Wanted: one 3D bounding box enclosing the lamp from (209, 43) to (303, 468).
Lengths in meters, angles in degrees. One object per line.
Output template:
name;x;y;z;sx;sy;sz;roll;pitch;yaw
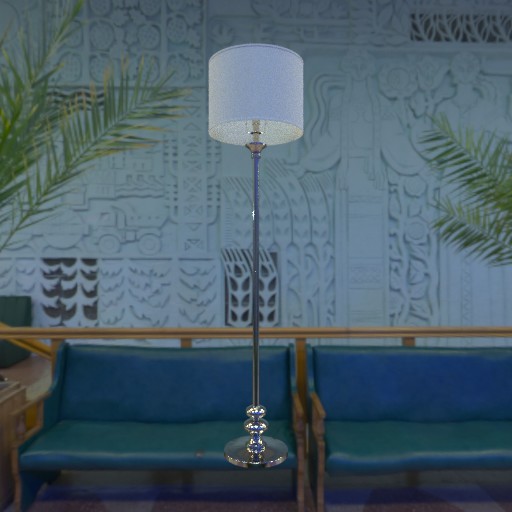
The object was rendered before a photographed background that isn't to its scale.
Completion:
lamp;0.000;0.000;1.674;0.356;1.487;0.356;0;0;1
